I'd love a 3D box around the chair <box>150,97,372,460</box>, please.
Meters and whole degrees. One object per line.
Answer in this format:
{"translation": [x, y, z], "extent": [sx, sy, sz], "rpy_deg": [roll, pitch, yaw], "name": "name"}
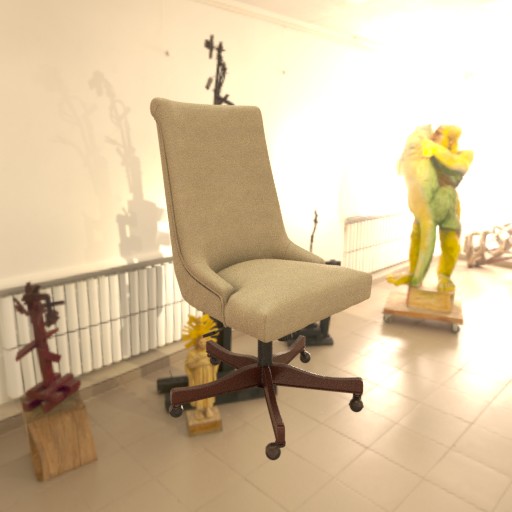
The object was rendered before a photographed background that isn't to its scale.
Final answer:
{"translation": [0.000, 0.000, 1.484], "extent": [0.645, 1.010, 0.696], "rpy_deg": [-13, 19, -43], "name": "chair"}
